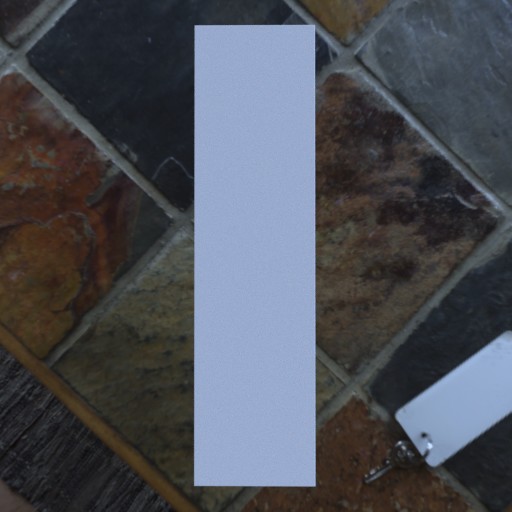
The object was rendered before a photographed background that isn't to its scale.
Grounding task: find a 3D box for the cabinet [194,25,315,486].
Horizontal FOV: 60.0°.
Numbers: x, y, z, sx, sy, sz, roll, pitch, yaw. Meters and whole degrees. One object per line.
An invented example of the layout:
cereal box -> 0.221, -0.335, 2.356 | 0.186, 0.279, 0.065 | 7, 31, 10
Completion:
cabinet -> 0.000, 0.000, 1.844 | 0.380, 0.900, 1.450 | 0, 90, 0
